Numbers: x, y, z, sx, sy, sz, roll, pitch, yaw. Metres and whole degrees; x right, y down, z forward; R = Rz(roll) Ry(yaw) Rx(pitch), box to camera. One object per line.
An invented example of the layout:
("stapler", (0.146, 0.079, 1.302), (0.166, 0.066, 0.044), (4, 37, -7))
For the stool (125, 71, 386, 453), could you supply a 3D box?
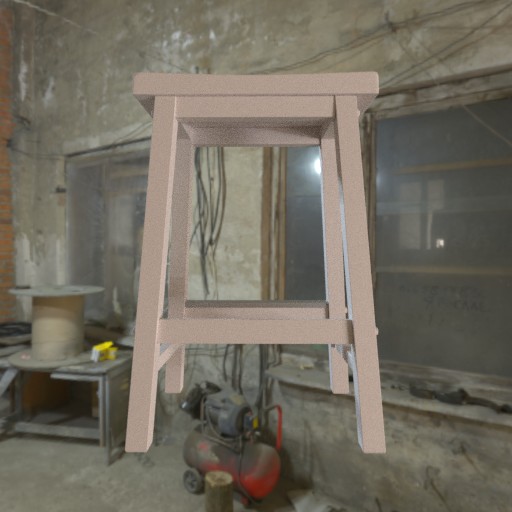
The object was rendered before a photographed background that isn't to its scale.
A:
("stool", (0.000, 0.000, 0.846), (0.406, 0.610, 0.322), (0, 1, 1))
